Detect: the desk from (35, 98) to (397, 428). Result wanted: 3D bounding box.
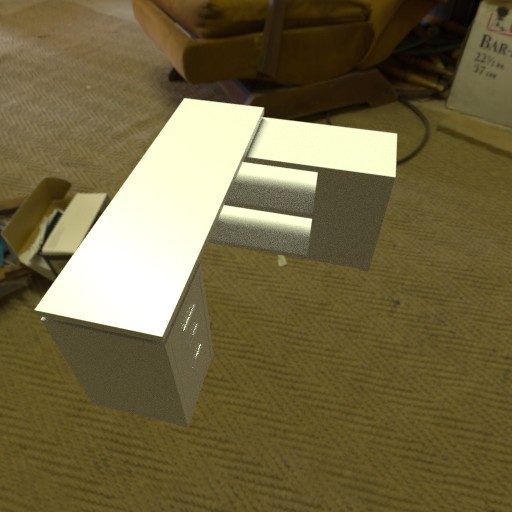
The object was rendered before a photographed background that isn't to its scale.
[{"bbox_3d":[0.000,0.000,2.202,1.200,0.753,1.524,10,48,9],"label":"desk"}]
